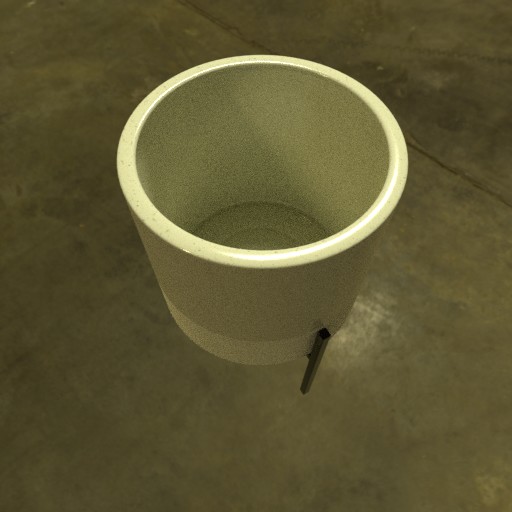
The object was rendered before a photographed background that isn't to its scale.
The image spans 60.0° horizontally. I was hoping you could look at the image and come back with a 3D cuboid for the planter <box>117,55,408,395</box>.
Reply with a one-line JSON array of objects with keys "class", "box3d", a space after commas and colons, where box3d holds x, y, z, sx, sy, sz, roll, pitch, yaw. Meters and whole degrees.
[{"class": "planter", "box3d": [0.000, 0.000, 0.331, 0.159, 0.230, 0.152, 1, 59, 1]}]
